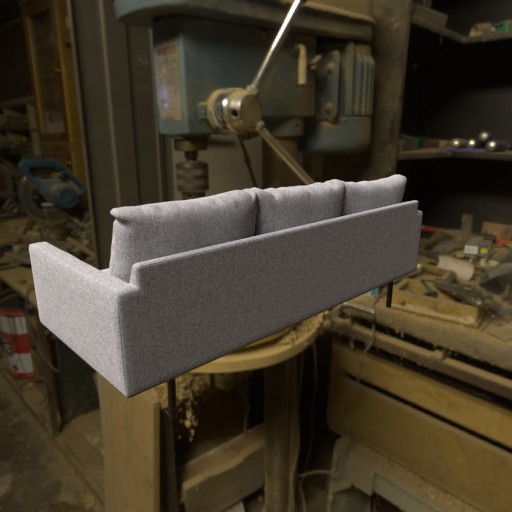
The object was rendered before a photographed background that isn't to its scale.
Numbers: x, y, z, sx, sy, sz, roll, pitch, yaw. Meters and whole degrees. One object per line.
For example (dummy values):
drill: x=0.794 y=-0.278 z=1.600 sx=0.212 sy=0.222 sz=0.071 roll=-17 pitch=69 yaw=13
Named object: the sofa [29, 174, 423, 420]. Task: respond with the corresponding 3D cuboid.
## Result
sofa: x=0.000 y=0.000 z=2.358 sx=2.000 sy=0.830 sz=0.850 roll=-15 pitch=22 yaw=-41
